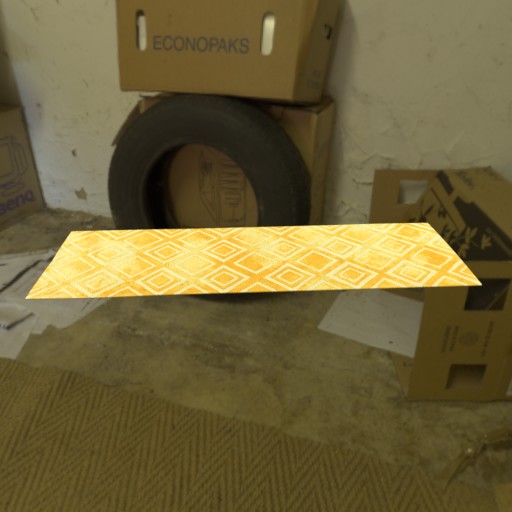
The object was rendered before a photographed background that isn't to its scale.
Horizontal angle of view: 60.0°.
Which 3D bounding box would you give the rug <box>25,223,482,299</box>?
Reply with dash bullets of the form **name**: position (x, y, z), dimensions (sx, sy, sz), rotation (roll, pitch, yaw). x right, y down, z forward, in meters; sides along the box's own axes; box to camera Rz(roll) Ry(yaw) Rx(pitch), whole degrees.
- **rug**: position (0.000, 0.000, 2.685), dimensions (2.438, 0.010, 0.775), rotation (-2, 30, -3)
